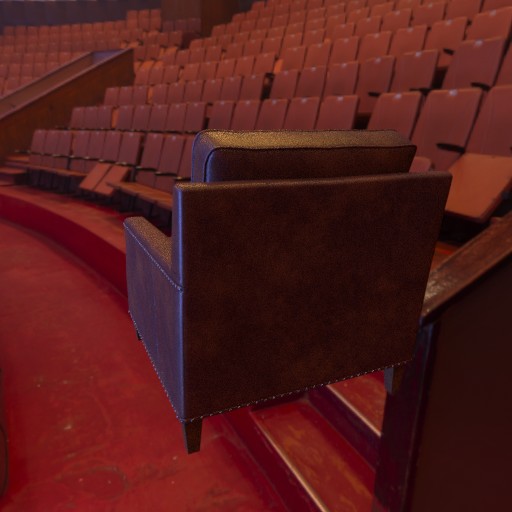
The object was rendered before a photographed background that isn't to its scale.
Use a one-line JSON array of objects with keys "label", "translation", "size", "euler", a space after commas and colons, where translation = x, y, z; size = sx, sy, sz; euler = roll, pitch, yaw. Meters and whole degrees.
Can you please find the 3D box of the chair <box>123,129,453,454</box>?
[{"label": "chair", "translation": [0.000, 0.000, 1.687], "size": [0.853, 0.929, 1.014], "euler": [-7, 17, -24]}]
